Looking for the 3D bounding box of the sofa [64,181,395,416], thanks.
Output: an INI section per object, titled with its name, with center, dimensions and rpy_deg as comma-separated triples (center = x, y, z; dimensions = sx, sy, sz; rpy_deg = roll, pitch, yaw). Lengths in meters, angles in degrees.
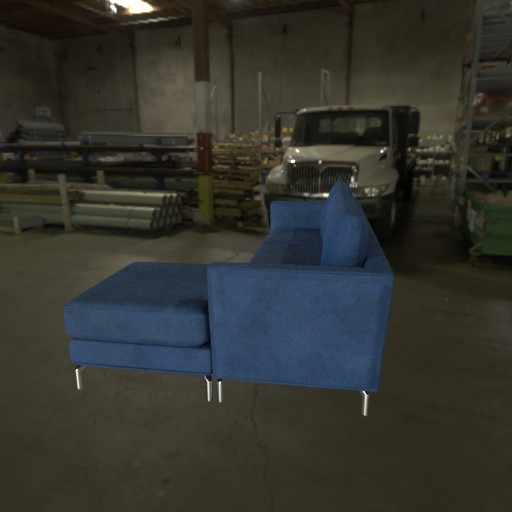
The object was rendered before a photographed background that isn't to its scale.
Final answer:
[sofa]
center = 0.000, 0.000, 3.264
dimensions = 1.622, 0.987, 2.438
rpy_deg = 2, 14, 9
